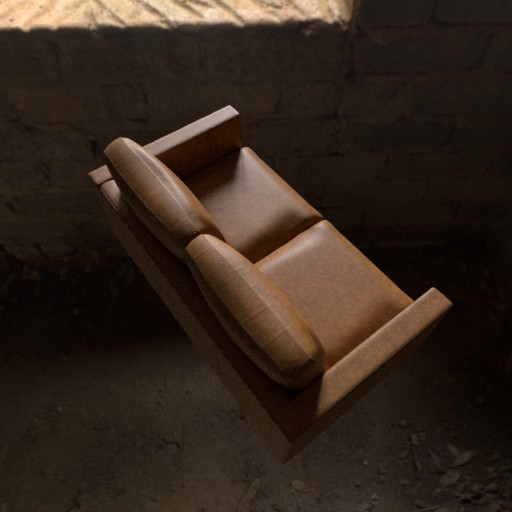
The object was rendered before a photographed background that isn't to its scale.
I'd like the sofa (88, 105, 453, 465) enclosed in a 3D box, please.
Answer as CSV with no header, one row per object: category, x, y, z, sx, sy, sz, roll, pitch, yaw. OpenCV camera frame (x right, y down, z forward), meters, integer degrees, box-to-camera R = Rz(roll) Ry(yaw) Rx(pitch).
sofa,0.000,0.000,2.182,0.909,0.951,1.578,-33,63,-19
